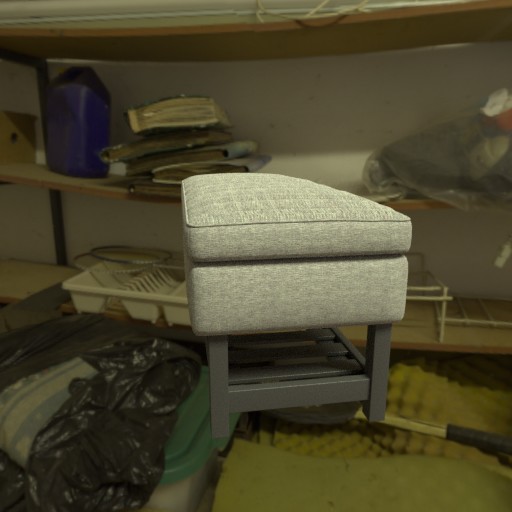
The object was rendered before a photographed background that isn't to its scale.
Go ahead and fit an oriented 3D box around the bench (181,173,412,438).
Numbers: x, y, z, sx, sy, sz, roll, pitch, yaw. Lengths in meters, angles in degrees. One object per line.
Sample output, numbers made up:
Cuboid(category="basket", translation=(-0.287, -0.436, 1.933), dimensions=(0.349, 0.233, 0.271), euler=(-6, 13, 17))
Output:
Cuboid(category="bench", translation=(0.000, 0.000, 1.336), dimensions=(0.429, 0.470, 1.100), euler=(-2, 14, -9))
